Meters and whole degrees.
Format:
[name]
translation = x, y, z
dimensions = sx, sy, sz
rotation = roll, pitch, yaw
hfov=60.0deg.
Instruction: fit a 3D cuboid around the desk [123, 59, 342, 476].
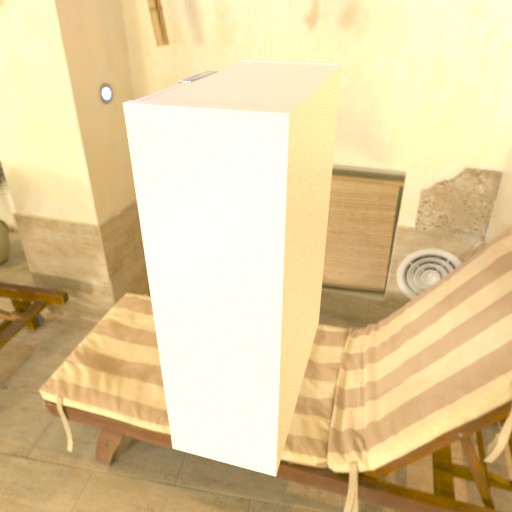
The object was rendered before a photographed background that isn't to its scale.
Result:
[desk]
translation = 0.000, 0.000, 1.580
dimensions = 0.390, 1.190, 0.850
rotation = 8, 31, 14
